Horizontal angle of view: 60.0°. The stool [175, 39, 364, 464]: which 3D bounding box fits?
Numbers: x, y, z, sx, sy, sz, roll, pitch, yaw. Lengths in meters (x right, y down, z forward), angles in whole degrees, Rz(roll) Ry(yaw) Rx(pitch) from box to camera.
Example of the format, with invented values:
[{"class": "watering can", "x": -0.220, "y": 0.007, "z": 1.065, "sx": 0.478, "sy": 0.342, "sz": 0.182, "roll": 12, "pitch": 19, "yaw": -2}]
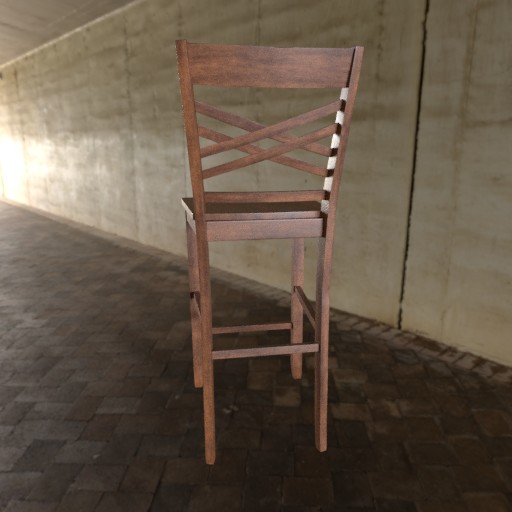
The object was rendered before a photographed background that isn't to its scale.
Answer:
[{"class": "stool", "x": 0.000, "y": 0.000, "z": 1.348, "sx": 0.433, "sy": 1.105, "sz": 0.487, "roll": -2, "pitch": 14, "yaw": -9}]
